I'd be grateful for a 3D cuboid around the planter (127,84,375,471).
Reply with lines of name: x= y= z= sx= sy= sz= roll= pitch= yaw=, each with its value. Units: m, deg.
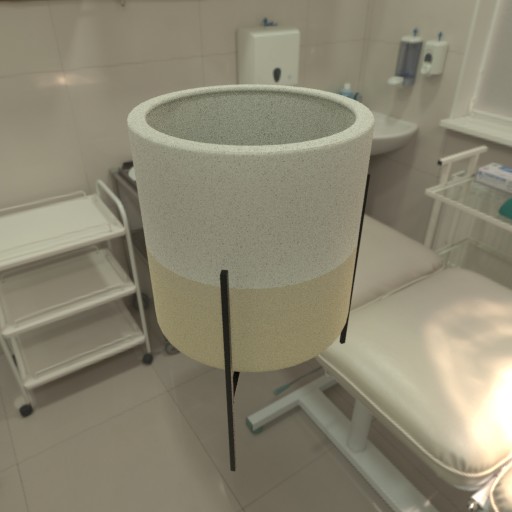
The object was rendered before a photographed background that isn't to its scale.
planter: x=0.000 y=0.000 z=0.544 sx=0.267 sy=0.362 sz=0.263 roll=-20 pitch=38 yaw=-28
